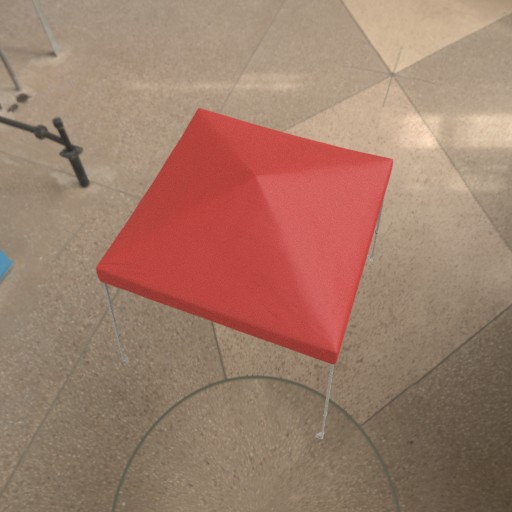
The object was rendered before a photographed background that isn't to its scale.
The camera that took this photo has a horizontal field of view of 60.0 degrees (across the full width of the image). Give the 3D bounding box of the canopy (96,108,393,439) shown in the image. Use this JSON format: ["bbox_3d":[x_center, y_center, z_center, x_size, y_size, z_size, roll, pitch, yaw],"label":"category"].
[{"bbox_3d":[0.000,0.000,6.681,3.600,3.600,3.599,18,61,10],"label":"canopy"}]
